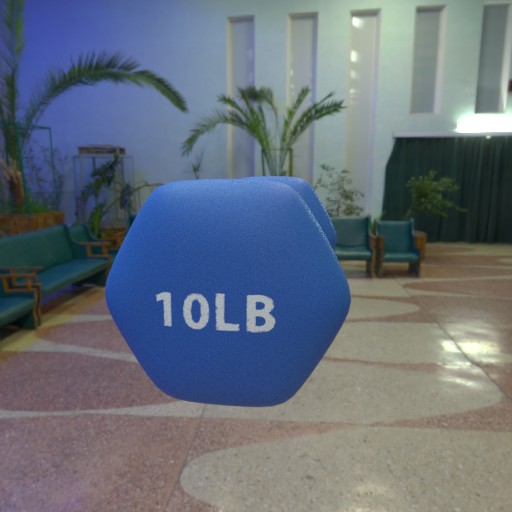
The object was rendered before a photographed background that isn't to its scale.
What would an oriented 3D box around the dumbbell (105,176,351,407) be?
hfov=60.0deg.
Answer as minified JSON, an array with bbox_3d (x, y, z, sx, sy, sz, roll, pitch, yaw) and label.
[{"bbox_3d":[0.000,0.000,0.265,0.103,0.093,0.212,2,11,9],"label":"dumbbell"}]
